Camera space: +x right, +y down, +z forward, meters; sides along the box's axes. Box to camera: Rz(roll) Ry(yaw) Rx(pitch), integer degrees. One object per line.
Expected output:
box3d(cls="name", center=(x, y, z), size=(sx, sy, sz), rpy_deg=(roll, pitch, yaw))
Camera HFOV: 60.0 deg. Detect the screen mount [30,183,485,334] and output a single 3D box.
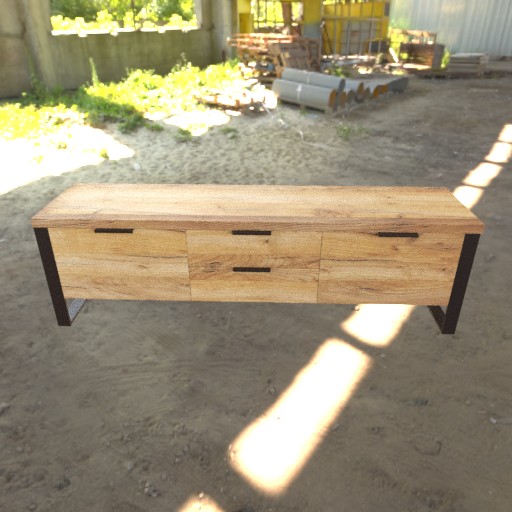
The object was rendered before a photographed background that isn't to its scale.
box3d(cls="screen mount", center=(0.000, 0.000, 1.748), size=(1.524, 0.450, 0.395), rpy_deg=(1, 28, 2))
